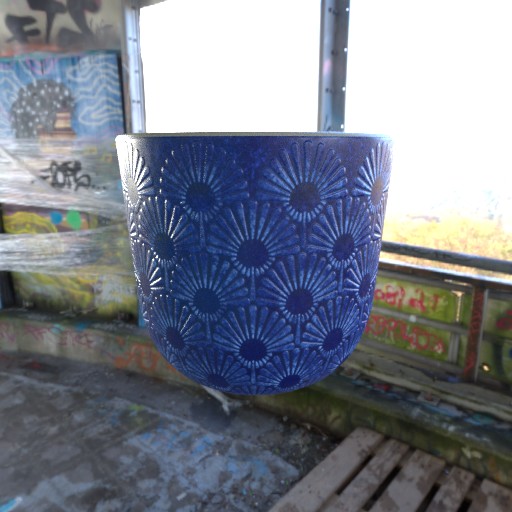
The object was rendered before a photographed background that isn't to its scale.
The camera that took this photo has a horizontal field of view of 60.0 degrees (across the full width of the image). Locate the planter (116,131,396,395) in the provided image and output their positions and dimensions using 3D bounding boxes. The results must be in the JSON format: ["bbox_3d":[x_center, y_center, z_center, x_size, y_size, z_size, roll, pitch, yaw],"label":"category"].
[{"bbox_3d":[0.000,0.000,0.363,0.206,0.190,0.206,0,14,0],"label":"planter"}]
